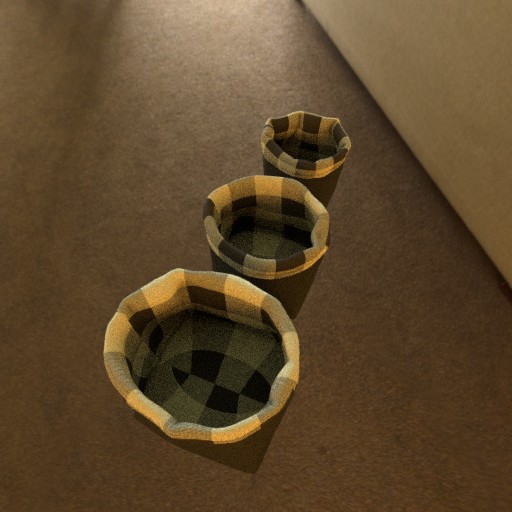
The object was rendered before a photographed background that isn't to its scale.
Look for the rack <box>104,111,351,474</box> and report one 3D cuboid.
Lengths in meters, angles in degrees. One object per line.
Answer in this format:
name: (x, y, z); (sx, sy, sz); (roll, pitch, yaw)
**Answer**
rack: (0.000, 0.000, 1.049); (0.370, 0.329, 0.889); (19, 66, 9)
